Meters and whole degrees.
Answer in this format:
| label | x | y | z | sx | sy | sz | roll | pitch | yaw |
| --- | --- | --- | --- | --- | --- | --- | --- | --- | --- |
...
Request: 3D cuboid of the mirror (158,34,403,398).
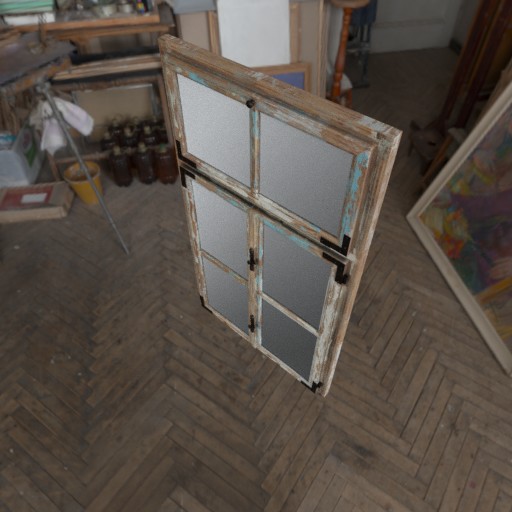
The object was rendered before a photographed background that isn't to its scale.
| label | x | y | z | sx | sy | sz | roll | pitch | yaw |
| --- | --- | --- | --- | --- | --- | --- | --- | --- | --- |
| mirror | 0.000 | 0.000 | 1.475 | 0.707 | 1.213 | 0.083 | 33 | 56 | 26 |
